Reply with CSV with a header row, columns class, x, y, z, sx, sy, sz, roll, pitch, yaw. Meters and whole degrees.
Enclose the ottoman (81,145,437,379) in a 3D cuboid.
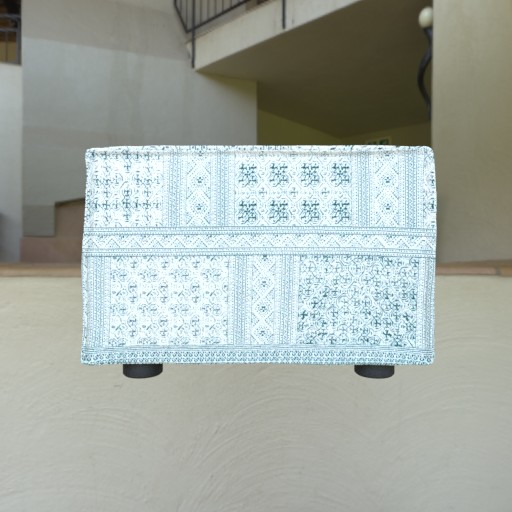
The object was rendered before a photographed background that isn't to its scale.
class,x,y,z,sx,sy,sz,roll,pitch,yaw
ottoman,0.000,0.000,1.061,0.626,0.439,0.617,0,1,0
